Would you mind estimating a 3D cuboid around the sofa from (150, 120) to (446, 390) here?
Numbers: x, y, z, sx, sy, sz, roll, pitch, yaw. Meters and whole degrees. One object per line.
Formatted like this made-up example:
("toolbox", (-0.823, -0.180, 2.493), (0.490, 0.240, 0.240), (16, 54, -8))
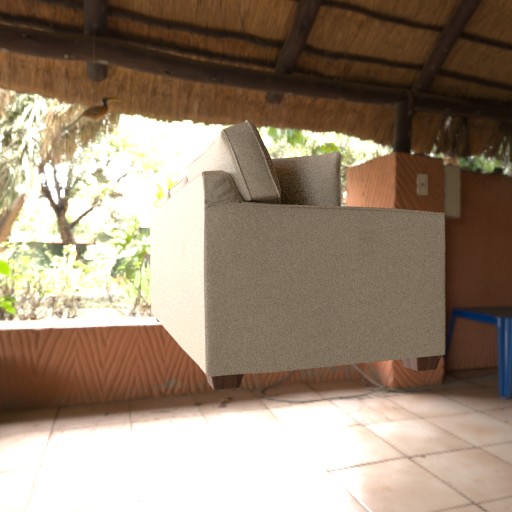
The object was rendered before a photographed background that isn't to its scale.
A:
("sofa", (0.000, 0.000, 2.560), (1.034, 0.946, 1.962), (0, -1, -19))
